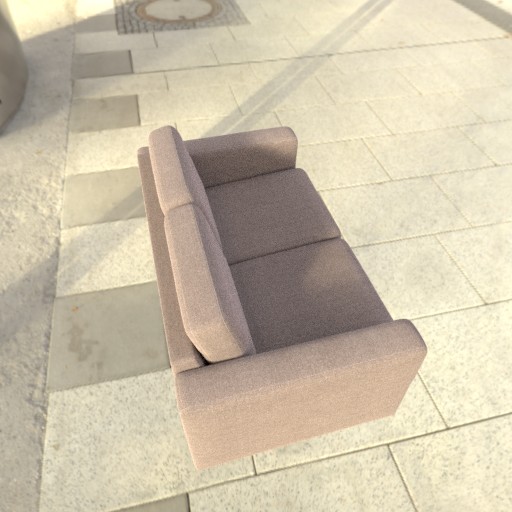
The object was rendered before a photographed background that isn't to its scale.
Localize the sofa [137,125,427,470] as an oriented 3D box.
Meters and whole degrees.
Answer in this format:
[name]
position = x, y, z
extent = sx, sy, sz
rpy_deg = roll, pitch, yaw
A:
[sofa]
position = 0.000, 0.000, 2.049
extent = 0.900, 0.800, 1.520
rpy_deg = -11, 48, -11
